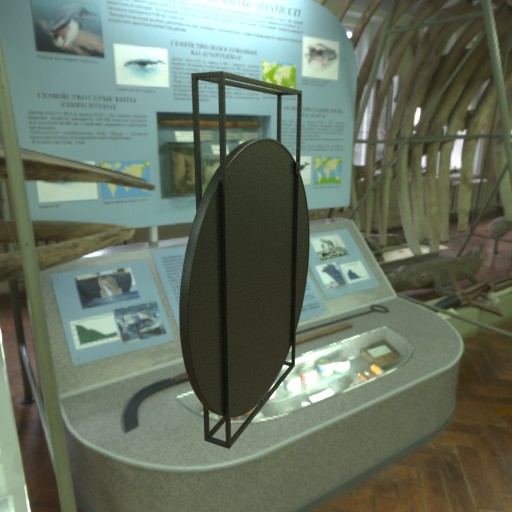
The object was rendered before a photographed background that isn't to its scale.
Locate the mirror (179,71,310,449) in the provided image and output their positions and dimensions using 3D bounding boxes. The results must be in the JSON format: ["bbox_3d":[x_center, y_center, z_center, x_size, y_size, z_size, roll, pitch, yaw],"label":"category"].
[{"bbox_3d":[0.000,0.000,0.827,0.051,0.603,0.508,7,17,25],"label":"mirror"}]
